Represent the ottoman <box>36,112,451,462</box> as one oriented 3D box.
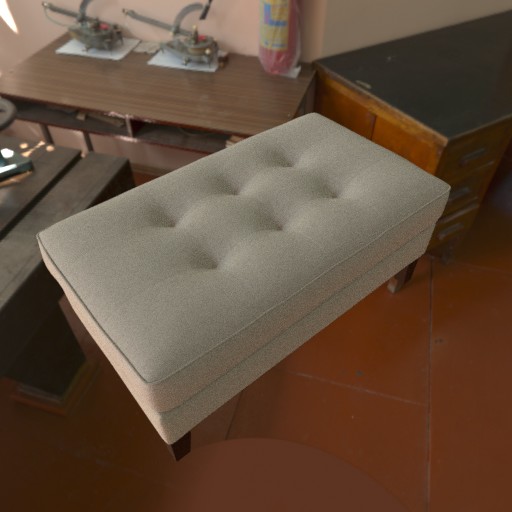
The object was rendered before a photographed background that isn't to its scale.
[{"bbox_3d":[0.000,0.000,1.485,1.143,0.508,0.648,-31,53,-26],"label":"ottoman"}]
